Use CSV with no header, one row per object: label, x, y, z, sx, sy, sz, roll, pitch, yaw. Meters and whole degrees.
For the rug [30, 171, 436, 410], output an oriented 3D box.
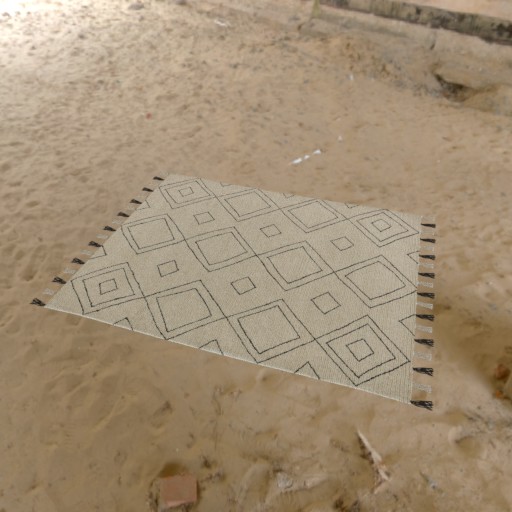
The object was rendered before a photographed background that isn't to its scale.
rug,0.000,0.000,4.173,3.221,0.026,2.342,12,41,14
